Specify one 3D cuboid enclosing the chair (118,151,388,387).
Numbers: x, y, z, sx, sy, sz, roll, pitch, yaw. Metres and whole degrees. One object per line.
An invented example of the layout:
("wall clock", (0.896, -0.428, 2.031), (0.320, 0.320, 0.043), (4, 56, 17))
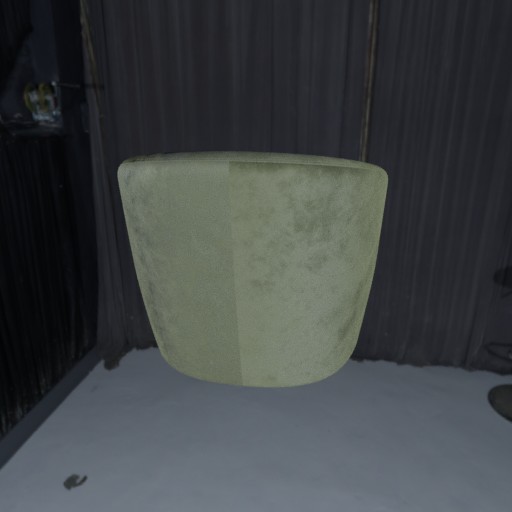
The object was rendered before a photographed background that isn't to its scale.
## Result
("chair", (0.000, 0.000, 1.376), (0.773, 0.698, 0.767), (3, 19, 8))
